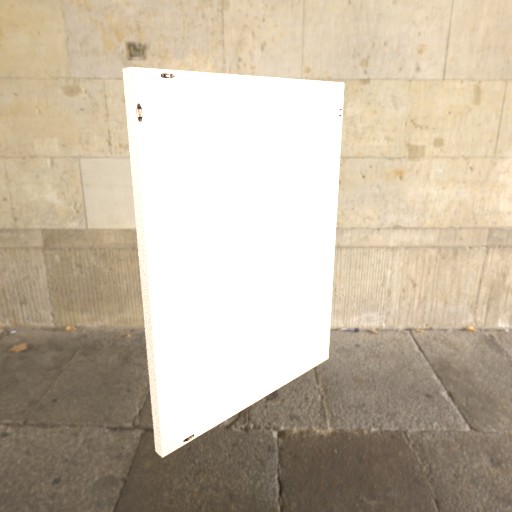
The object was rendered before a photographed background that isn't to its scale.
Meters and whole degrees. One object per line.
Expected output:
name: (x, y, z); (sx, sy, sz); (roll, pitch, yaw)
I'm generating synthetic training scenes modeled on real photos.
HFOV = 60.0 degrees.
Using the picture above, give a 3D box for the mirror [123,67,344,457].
mirror: (0.000, 0.000, 1.352); (0.762, 1.016, 0.040); (-17, 24, -41)
